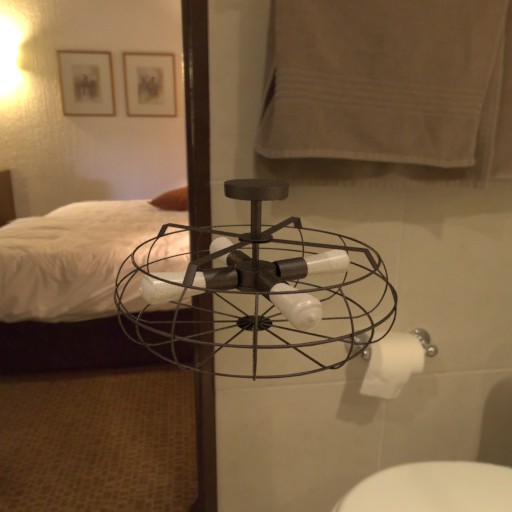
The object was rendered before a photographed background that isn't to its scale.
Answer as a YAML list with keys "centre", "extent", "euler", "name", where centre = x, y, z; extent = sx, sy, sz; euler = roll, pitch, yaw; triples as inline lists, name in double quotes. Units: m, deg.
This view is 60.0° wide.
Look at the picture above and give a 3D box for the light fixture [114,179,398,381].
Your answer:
- centre: [0.000, 0.000, 0.934]
  extent: [0.582, 0.311, 0.582]
  euler: [0, 15, 0]
  name: "light fixture"
